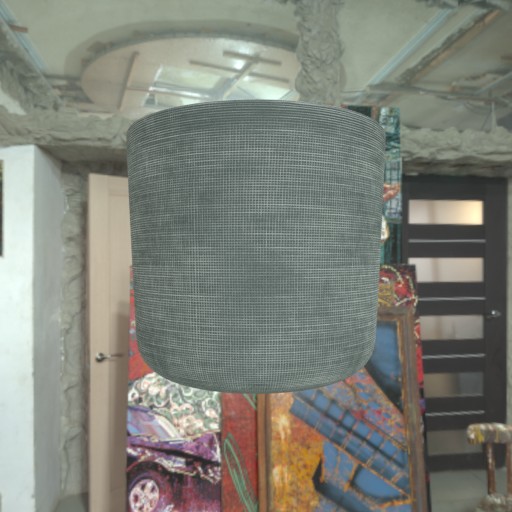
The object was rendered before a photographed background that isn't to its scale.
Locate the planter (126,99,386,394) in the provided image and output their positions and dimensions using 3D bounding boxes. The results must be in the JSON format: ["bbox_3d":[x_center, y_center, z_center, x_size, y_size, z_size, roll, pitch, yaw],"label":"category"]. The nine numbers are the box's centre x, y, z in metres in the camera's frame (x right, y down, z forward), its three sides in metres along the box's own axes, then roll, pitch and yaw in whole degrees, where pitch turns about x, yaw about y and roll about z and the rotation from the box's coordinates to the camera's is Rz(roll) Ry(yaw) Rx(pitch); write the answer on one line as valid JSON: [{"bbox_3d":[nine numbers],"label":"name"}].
[{"bbox_3d":[0.000,0.000,0.782,0.440,0.398,0.440,0,0,0],"label":"planter"}]
